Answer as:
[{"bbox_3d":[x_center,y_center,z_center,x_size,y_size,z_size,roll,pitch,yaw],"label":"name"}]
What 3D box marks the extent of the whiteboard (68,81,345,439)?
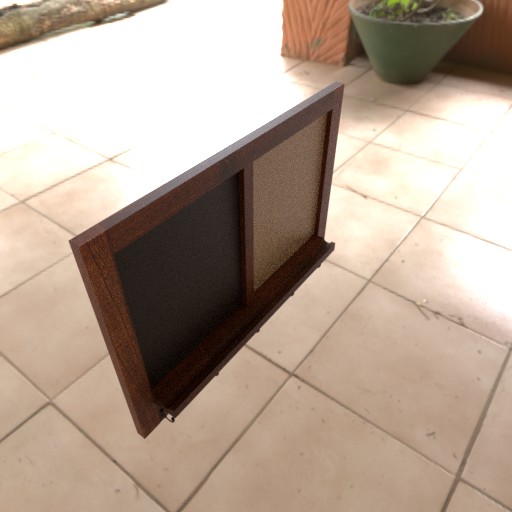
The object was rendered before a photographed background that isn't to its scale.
[{"bbox_3d":[0.000,0.000,1.016,0.083,0.553,0.768,26,48,27],"label":"whiteboard"}]
